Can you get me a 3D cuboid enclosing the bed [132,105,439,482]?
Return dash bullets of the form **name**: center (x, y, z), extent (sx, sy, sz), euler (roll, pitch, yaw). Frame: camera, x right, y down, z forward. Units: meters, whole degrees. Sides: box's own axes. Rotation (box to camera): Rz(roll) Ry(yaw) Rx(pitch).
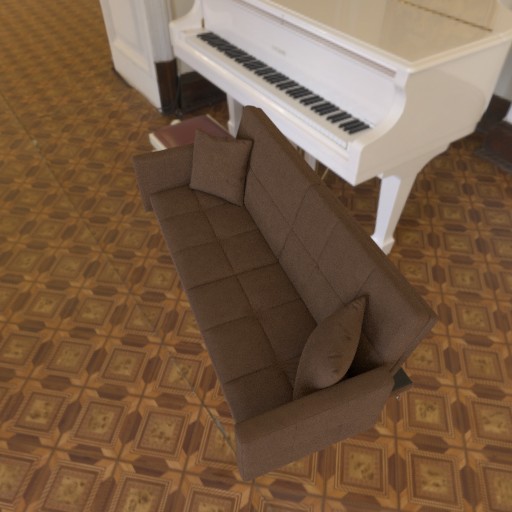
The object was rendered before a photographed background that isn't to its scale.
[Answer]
- **bed**: center (0.000, 0.000, 2.342), extent (0.889, 0.787, 1.905), euler (-16, 48, -15)
